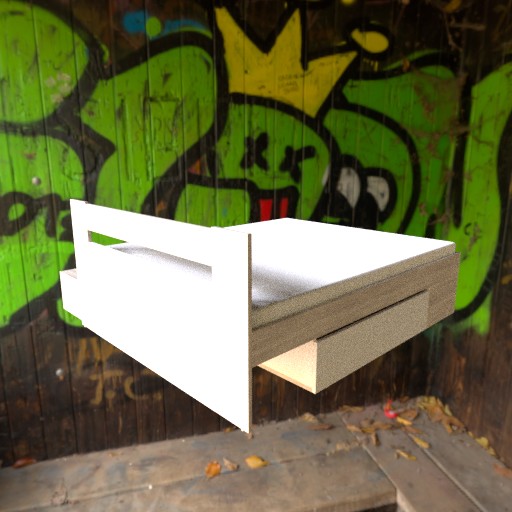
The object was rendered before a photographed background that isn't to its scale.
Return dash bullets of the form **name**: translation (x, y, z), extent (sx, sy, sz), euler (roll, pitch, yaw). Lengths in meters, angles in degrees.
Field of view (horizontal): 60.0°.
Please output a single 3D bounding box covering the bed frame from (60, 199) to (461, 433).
- **bed frame**: translation (0.000, 0.000, 3.162), extent (2.050, 0.860, 2.040), euler (-13, 18, -42)
